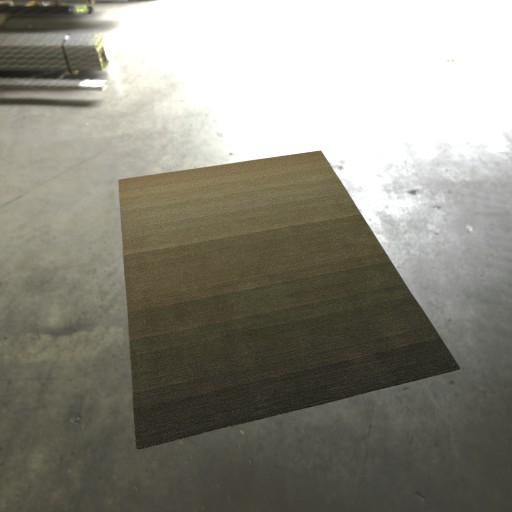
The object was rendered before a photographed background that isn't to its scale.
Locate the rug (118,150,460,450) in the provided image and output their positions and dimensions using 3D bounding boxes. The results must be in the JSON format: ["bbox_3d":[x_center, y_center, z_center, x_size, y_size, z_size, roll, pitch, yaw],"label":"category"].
[{"bbox_3d":[0.000,0.000,3.985,2.315,0.015,2.932,-10,47,-10],"label":"rug"}]
